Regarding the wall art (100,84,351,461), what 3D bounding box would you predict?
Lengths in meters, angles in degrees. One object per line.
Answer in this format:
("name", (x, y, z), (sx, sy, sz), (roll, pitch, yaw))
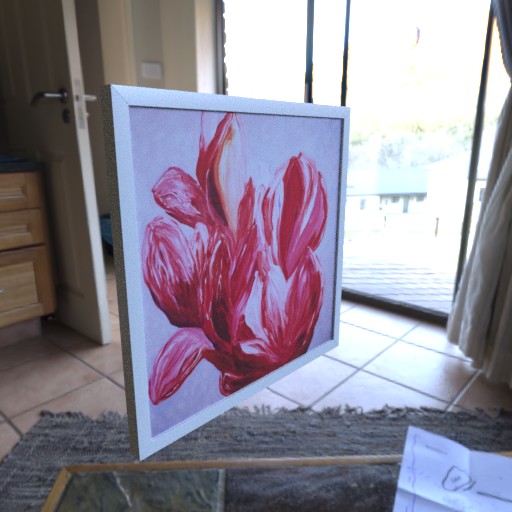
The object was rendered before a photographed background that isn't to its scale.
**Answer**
("wall art", (0.000, 0.000, 0.677), (0.023, 0.453, 0.455), (14, 20, 42))
